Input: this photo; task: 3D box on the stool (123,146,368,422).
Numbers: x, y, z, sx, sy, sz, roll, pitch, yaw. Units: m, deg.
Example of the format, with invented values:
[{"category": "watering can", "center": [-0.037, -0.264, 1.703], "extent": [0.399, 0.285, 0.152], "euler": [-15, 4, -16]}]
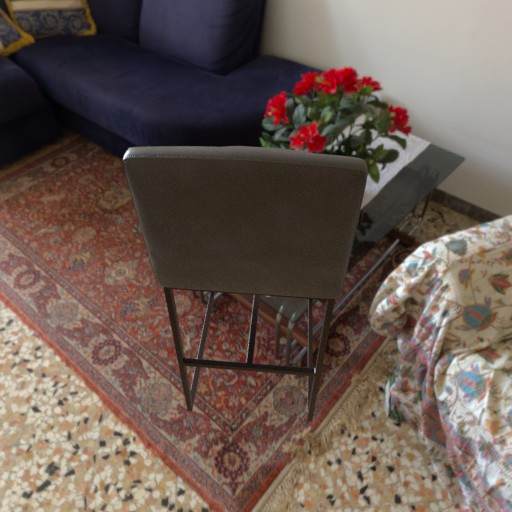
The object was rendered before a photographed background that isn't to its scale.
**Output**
[{"category": "stool", "center": [0.000, 0.000, 1.340], "extent": [0.463, 1.065, 0.562], "euler": [4, 47, 3]}]
